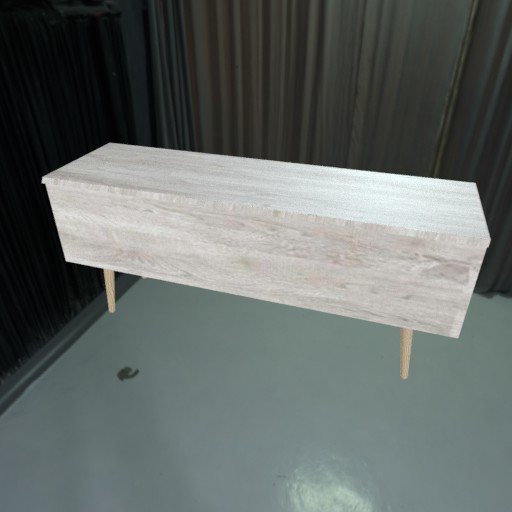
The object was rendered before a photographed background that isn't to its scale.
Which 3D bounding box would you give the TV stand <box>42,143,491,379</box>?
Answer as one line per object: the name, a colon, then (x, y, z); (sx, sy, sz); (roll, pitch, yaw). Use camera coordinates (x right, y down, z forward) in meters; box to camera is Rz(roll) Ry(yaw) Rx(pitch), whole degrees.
TV stand: (0.000, 0.000, 1.545); (1.313, 0.565, 0.401); (10, 33, 15)
